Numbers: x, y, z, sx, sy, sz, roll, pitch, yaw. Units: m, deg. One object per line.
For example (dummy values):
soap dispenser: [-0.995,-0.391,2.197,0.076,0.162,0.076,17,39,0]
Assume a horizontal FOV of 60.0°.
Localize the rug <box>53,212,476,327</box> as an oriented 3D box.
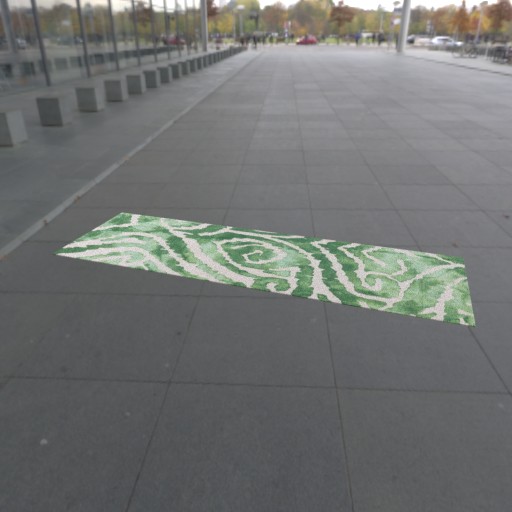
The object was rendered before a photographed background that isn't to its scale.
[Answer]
rug: [0.000,0.000,2.758,2.438,0.006,0.761,9,28,17]
